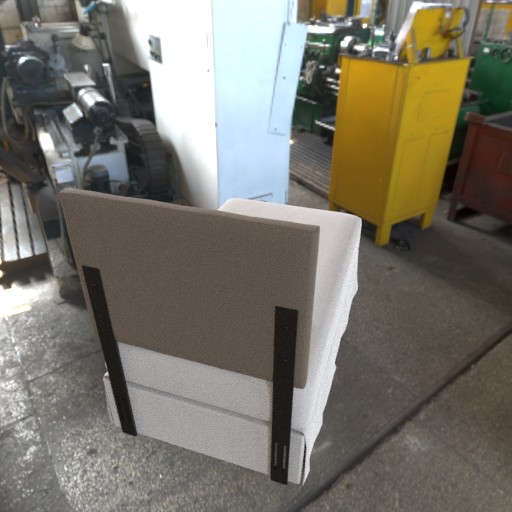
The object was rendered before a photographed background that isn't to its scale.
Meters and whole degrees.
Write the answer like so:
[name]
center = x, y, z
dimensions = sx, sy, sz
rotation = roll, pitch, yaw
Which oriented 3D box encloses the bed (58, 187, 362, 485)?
[bed]
center = 0.000, 0.000, 2.935
dimensions = 1.261, 1.571, 1.997
rotation = 10, 33, 16
